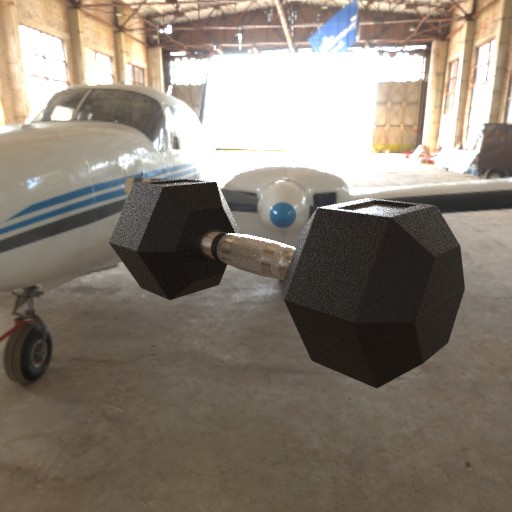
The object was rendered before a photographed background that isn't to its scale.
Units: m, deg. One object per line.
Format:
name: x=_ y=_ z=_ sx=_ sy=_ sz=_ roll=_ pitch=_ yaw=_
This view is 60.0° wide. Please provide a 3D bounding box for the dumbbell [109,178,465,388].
dumbbell: x=0.000 y=0.000 z=0.424 sx=0.356 sy=0.123 sz=0.141 roll=14 pitch=21 yaw=42
